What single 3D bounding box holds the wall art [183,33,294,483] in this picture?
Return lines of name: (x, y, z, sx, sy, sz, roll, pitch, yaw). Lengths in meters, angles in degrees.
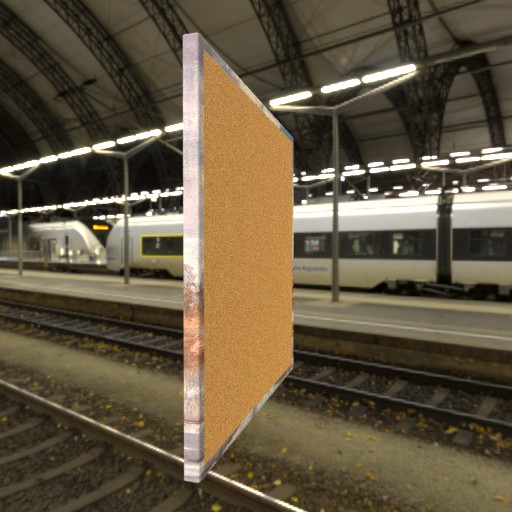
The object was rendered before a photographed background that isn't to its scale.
wall art: (0.000, 0.000, 1.308, 0.035, 0.897, 0.888, 0, 1, 17)
